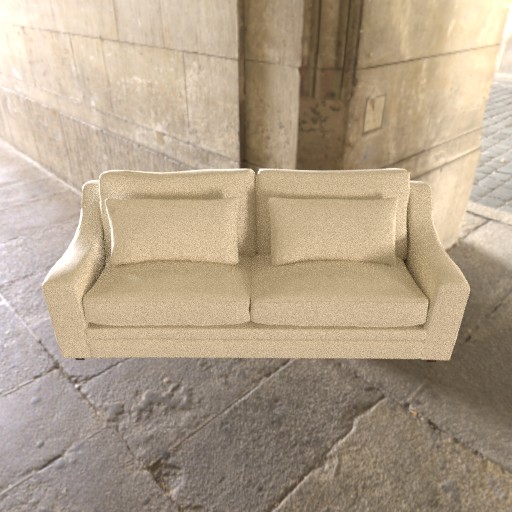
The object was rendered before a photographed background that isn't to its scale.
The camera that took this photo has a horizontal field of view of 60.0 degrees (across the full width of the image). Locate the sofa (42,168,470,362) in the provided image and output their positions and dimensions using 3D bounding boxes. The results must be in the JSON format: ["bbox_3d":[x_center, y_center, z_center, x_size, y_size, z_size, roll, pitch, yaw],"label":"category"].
[{"bbox_3d":[0.000,0.000,2.966,2.470,1.022,1.009,0,31,0],"label":"sofa"}]
